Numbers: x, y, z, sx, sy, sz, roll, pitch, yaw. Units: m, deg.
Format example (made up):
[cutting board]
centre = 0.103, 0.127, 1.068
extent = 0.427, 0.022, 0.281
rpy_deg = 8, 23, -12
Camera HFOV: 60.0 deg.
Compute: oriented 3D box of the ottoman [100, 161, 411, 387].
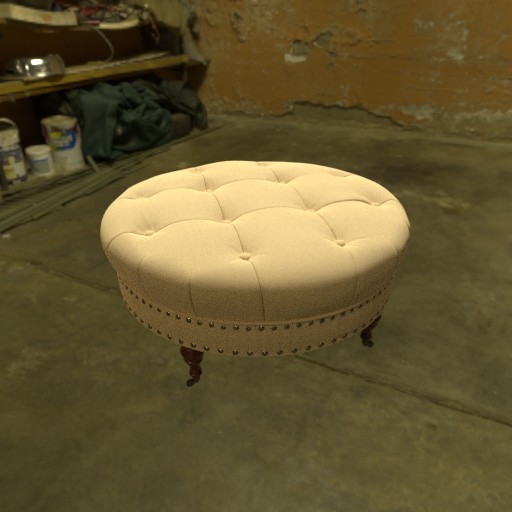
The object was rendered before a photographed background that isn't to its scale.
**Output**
[ottoman]
centre = 0.000, 0.000, 1.412
extent = 0.901, 0.439, 0.901
rpy_deg = 0, 29, 0
